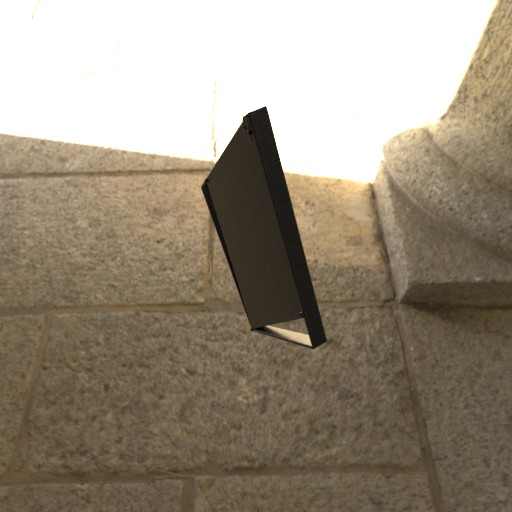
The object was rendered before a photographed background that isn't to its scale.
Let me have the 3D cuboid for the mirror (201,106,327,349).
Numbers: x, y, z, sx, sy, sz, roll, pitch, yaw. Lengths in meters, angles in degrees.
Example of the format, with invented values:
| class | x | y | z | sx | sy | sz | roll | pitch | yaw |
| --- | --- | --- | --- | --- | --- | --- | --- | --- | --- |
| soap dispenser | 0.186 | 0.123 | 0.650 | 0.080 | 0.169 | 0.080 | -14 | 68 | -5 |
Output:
| class | x | y | z | sx | sy | sz | roll | pitch | yaw |
| --- | --- | --- | --- | --- | --- | --- | --- | --- | --- |
| mirror | 0.000 | 0.000 | 0.844 | 0.032 | 0.679 | 0.419 | -26 | 61 | -16 |
